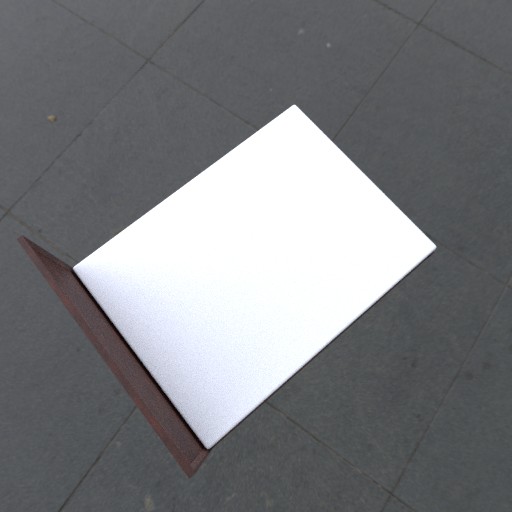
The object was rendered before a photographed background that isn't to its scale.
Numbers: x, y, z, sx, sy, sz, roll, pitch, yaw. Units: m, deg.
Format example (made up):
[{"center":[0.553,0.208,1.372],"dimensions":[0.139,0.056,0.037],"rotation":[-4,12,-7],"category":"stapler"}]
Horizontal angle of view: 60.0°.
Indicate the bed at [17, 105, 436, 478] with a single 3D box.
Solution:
[{"center":[0.000,0.000,3.133],"dimensions":[2.184,1.270,1.600],"rotation":[-39,77,-10],"category":"bed"}]
